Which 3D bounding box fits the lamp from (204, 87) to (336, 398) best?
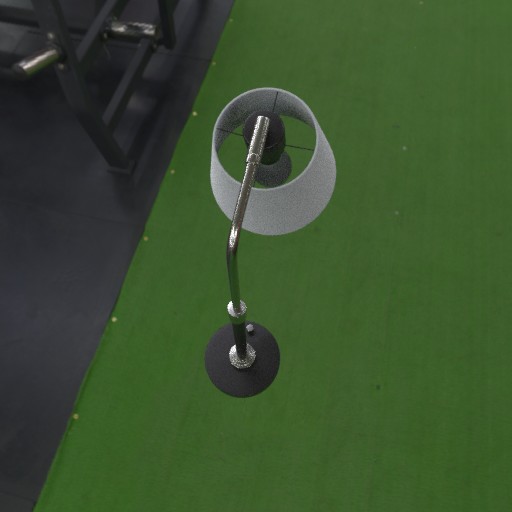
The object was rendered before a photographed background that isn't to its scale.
[{"bbox_3d":[0.000,0.000,0.685,0.181,0.539,0.348,14,64,7],"label":"lamp"}]
